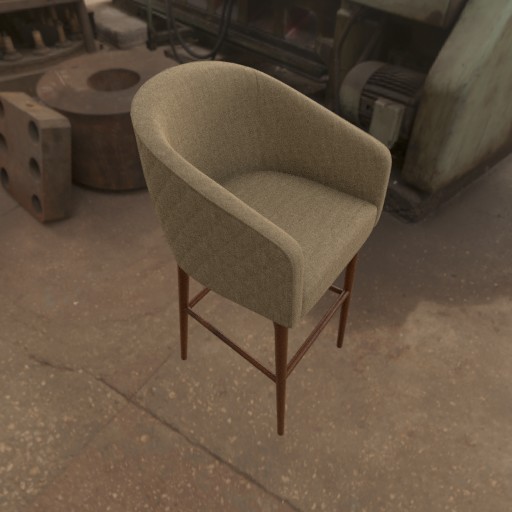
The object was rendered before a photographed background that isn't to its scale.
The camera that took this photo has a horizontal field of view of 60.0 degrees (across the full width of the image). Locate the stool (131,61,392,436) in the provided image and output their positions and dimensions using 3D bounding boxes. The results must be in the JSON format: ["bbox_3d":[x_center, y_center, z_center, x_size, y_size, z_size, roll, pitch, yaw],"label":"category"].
[{"bbox_3d":[0.000,0.000,1.453,0.607,1.078,0.559,25,48,25],"label":"stool"}]
